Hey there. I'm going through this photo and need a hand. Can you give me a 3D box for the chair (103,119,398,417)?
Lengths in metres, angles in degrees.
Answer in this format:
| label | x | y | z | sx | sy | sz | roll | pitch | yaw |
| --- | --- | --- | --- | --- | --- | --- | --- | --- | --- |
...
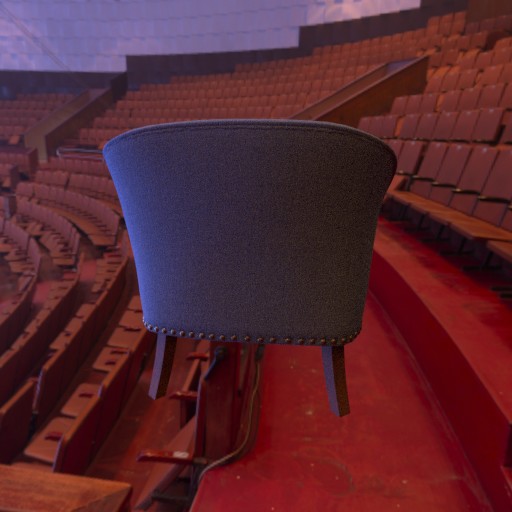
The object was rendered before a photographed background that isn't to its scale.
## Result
| label | x | y | z | sx | sy | sz | roll | pitch | yaw |
| --- | --- | --- | --- | --- | --- | --- | --- | --- | --- |
| chair | 0.000 | 0.000 | 1.426 | 0.798 | 0.815 | 0.704 | 2 | 15 | 9 |
